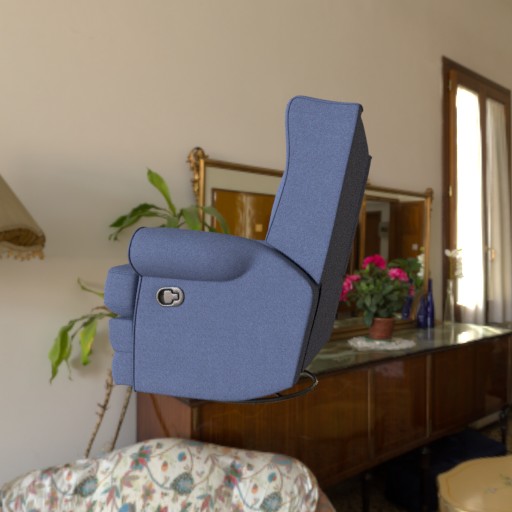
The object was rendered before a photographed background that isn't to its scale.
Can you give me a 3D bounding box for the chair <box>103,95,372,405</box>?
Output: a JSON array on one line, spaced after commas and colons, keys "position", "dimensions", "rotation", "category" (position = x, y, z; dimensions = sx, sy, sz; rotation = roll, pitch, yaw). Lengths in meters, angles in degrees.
[{"position": [0.000, 0.000, 1.777], "dimensions": [0.877, 1.020, 0.971], "rotation": [0, -1, 17], "category": "chair"}]
